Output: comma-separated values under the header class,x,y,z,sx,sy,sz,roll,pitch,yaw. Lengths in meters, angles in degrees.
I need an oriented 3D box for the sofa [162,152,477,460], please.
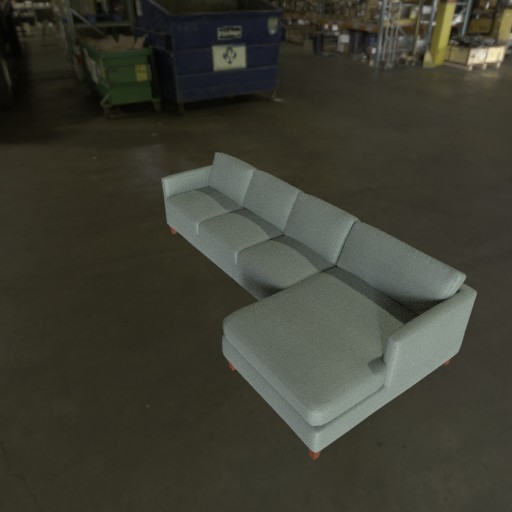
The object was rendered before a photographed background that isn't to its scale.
class,x,y,z,sx,sy,sz,roll,pitch,yaw
sofa,0.000,0.000,4.182,1.604,0.950,3.471,-21,37,-30
